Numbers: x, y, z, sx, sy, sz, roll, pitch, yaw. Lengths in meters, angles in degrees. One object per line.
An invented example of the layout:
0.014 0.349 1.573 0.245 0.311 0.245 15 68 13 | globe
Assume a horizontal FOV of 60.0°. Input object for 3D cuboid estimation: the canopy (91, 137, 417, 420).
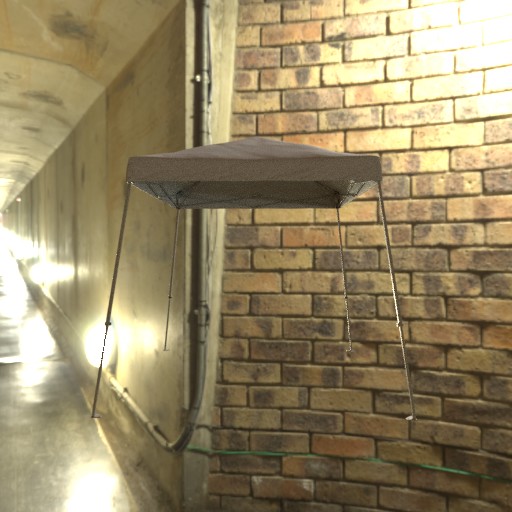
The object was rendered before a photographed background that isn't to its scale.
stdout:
0.000 0.000 6.684 3.599 3.600 3.600 0 0 1 | canopy
